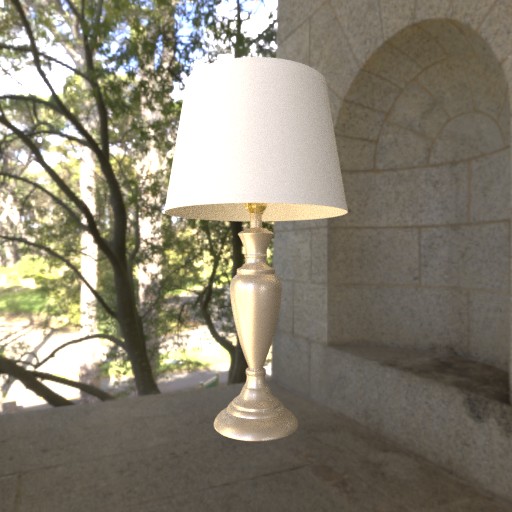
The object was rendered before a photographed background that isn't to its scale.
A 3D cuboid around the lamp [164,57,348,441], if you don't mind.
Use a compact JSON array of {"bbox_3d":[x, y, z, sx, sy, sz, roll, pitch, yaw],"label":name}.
[{"bbox_3d":[0.000,0.000,0.807,0.328,0.612,0.328,0,0,0],"label":"lamp"}]
